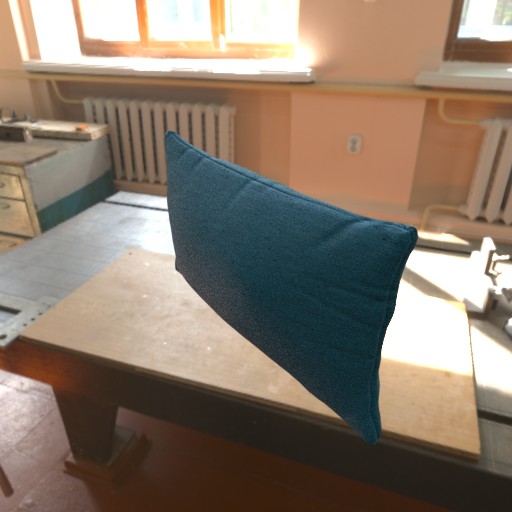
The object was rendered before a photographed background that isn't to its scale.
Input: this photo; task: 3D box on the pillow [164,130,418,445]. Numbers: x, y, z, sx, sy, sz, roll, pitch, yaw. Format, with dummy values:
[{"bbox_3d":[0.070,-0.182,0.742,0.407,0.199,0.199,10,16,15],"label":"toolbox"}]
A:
[{"bbox_3d":[0.000,0.000,0.793,0.210,0.338,0.633,-18,33,-31],"label":"pillow"}]
